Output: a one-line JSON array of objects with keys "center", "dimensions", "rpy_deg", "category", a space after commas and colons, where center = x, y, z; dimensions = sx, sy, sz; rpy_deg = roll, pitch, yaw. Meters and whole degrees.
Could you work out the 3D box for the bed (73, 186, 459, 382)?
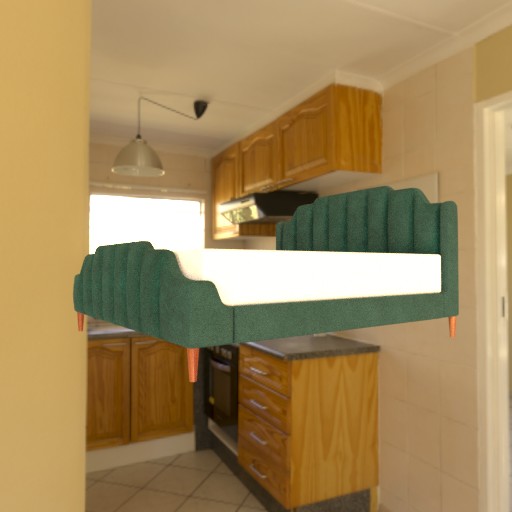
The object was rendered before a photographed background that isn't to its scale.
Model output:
[{"center": [0.000, 0.000, 3.545], "dimensions": [2.340, 1.245, 2.074], "rpy_deg": [1, -2, -36], "category": "bed"}]
